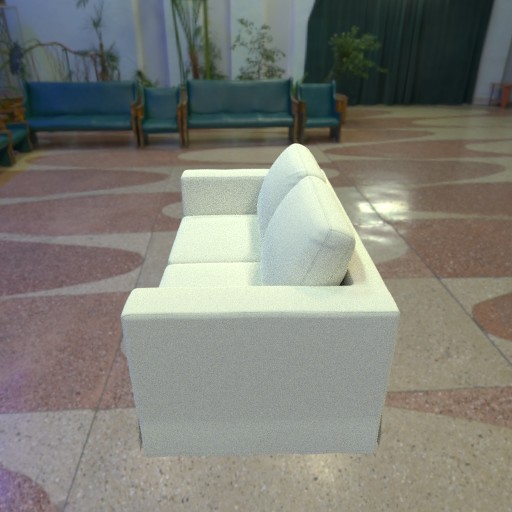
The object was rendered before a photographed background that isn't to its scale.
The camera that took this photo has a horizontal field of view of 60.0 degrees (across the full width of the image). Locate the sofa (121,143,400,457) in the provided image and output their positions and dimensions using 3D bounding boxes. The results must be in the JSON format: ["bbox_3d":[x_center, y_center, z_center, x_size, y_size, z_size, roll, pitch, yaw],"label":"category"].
[{"bbox_3d":[0.000,0.000,2.429,1.009,0.932,1.813,-1,27,-1],"label":"sofa"}]
